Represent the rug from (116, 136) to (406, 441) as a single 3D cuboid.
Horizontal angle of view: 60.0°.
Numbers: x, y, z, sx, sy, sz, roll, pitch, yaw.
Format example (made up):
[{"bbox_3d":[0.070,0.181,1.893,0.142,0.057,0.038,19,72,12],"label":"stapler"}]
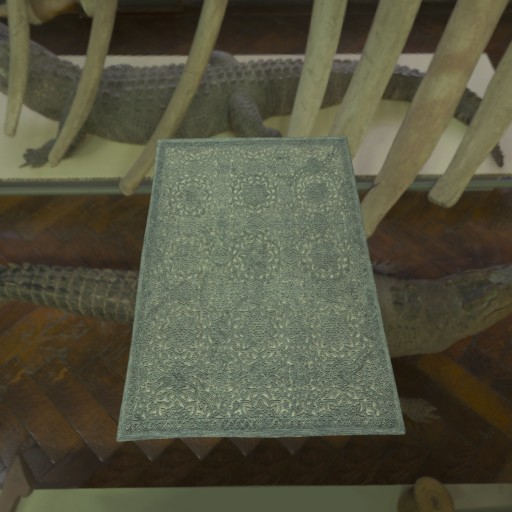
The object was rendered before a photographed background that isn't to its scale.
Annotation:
[{"bbox_3d":[0.000,0.000,2.364,1.224,0.016,1.830,-1,57,-1],"label":"rug"}]
